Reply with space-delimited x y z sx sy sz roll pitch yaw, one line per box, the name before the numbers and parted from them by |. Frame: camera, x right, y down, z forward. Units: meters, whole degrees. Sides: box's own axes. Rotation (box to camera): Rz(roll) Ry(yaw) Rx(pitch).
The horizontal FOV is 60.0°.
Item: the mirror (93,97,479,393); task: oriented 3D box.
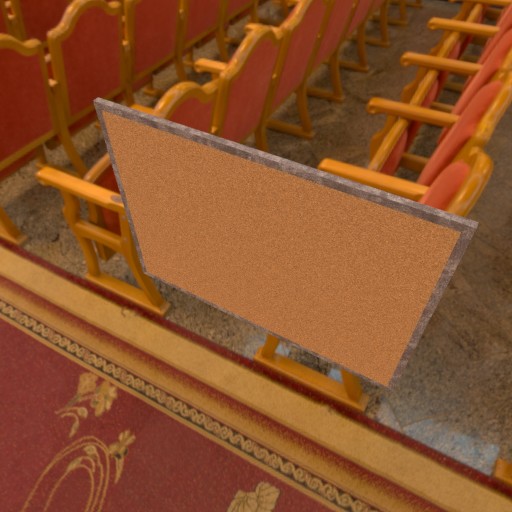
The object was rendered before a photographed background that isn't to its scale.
mirror | 0.000 0.000 1.434 1.101 0.795 0.022 23 52 19
